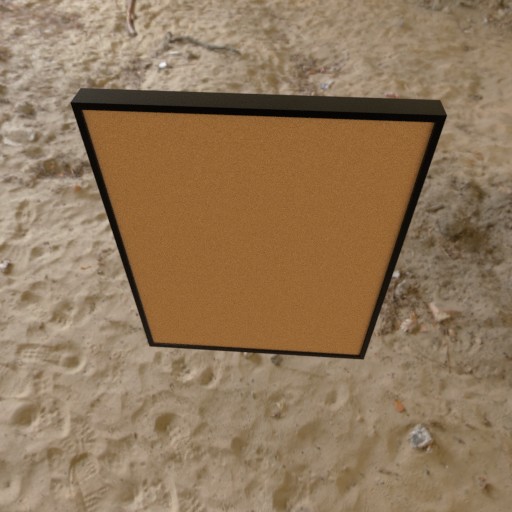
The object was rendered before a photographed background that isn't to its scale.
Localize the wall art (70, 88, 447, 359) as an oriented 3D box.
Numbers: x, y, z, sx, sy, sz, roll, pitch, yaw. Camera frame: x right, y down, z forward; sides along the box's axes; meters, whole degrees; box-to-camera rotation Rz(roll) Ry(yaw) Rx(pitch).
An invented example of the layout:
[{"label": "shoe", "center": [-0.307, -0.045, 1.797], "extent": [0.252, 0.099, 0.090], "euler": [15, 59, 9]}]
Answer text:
[{"label": "wall art", "center": [0.000, 0.000, 0.743], "extent": [0.451, 0.553, 0.039], "euler": [3, 47, 3]}]
